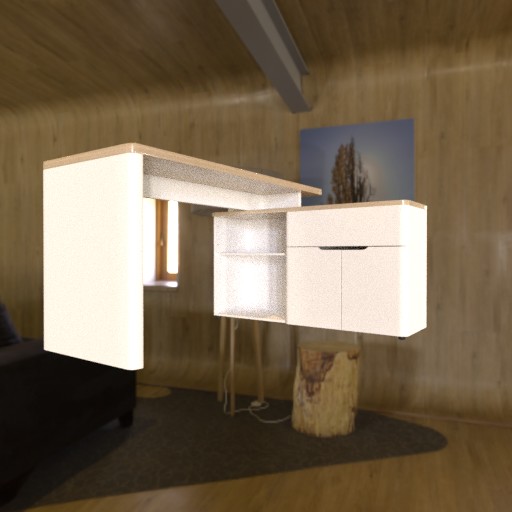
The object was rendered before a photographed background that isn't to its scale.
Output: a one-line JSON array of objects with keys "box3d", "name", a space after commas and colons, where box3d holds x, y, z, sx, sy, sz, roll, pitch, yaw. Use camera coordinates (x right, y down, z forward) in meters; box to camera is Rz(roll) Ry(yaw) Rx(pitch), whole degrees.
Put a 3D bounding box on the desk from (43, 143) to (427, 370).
[{"box3d": [0.000, 0.000, 2.044, 1.175, 0.770, 1.400, 0, 1, 36], "name": "desk"}]
